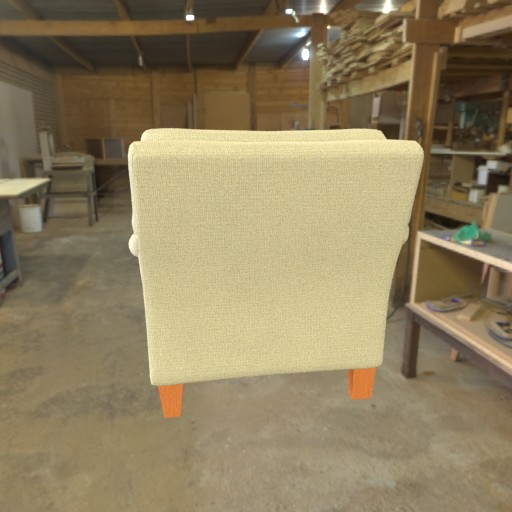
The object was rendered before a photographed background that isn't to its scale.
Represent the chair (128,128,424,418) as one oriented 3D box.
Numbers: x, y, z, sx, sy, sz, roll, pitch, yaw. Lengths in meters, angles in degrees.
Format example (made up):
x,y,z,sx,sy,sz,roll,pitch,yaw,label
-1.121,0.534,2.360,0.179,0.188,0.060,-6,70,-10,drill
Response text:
x,y,z,sx,sy,sz,roll,pitch,yaw,label
0.000,0.000,1.891,0.955,1.038,1.070,-2,15,-9,chair
